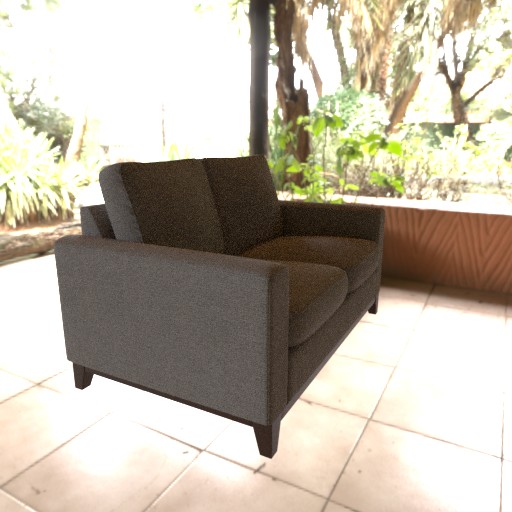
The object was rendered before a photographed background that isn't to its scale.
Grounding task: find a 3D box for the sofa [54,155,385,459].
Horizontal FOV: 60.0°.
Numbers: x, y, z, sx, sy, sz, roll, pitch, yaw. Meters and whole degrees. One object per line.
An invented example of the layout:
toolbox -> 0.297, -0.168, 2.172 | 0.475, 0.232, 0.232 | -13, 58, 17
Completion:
sofa -> 0.000, 0.000, 2.033 | 0.917, 0.873, 1.420 | 8, 16, 27
